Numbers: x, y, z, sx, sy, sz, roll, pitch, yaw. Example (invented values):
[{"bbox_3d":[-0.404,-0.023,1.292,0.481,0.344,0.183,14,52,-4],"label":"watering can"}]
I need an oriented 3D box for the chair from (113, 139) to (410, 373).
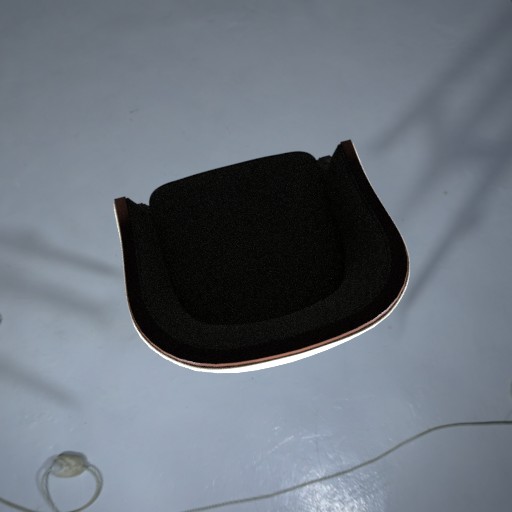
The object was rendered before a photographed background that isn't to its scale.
[{"bbox_3d":[0.000,0.000,1.491,0.803,0.876,0.735,-15,75,-4],"label":"chair"}]
